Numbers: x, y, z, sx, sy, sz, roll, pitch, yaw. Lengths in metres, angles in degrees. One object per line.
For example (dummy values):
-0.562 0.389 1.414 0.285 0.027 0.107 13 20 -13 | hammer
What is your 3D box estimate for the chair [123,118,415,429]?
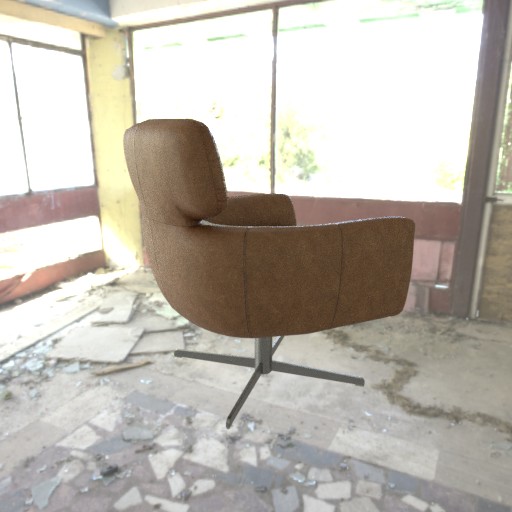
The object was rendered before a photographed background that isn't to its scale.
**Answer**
0.000 0.000 1.396 0.715 0.812 0.706 -7 16 -26 | chair
